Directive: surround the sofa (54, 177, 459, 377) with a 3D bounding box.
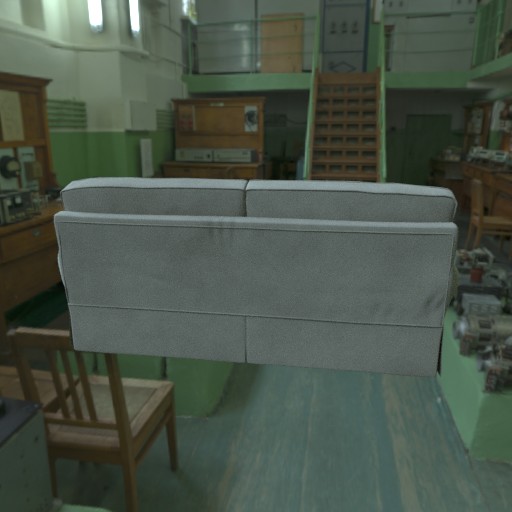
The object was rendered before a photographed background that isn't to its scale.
[{"bbox_3d":[0.000,0.000,2.772,2.246,1.014,0.900,2,17,8],"label":"sofa"}]
